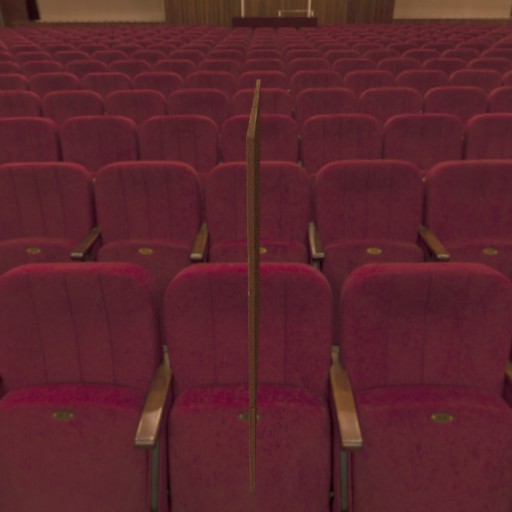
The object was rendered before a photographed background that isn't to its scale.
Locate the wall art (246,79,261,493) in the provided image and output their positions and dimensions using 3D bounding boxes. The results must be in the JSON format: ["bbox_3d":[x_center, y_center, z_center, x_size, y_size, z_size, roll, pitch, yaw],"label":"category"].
[{"bbox_3d":[0.000,0.000,1.350,0.013,0.914,0.915,1,27,1],"label":"wall art"}]
